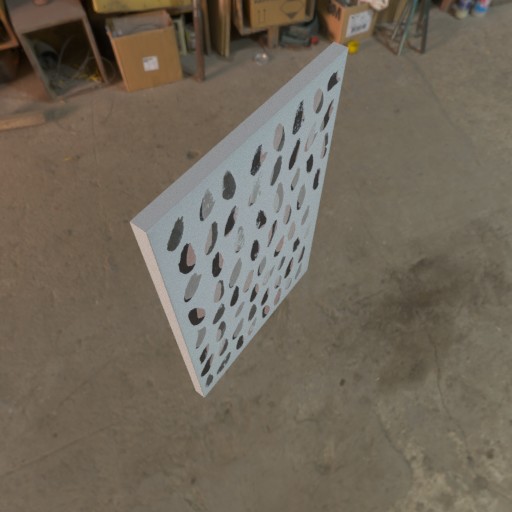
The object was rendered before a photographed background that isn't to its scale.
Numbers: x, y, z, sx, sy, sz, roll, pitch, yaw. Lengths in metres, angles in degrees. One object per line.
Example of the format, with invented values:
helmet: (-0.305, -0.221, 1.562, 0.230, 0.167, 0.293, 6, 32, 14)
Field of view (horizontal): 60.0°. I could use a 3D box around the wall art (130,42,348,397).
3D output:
wall art: (0.000, 0.000, 1.202, 0.037, 0.916, 0.610, 32, 63, 19)
